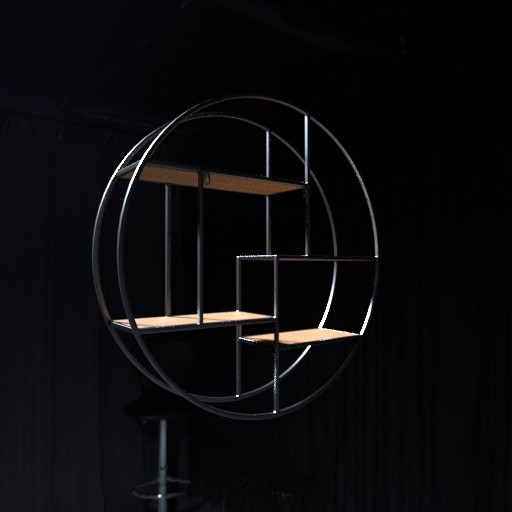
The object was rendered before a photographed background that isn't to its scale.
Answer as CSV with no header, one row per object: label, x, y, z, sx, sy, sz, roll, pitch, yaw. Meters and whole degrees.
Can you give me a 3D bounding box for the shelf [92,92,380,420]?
shelf,0.000,0.000,1.310,0.888,0.888,0.202,1,-2,-36
